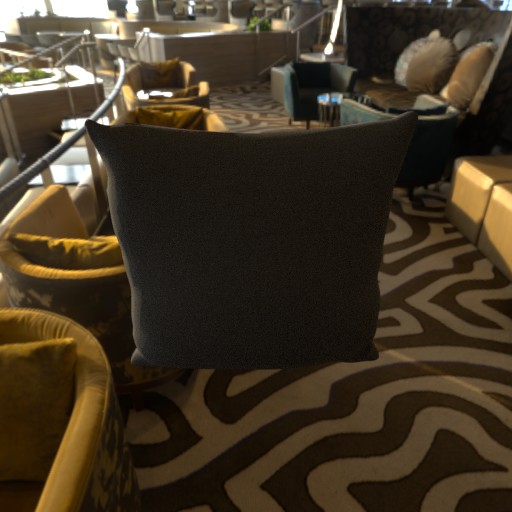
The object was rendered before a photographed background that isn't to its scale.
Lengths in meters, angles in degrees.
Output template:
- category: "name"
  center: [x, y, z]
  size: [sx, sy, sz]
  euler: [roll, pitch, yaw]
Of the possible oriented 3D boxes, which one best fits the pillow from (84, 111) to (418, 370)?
- category: "pillow"
  center: [0.000, 0.000, 0.779]
  size: [0.503, 0.496, 0.208]
  euler: [-1, 31, -2]
